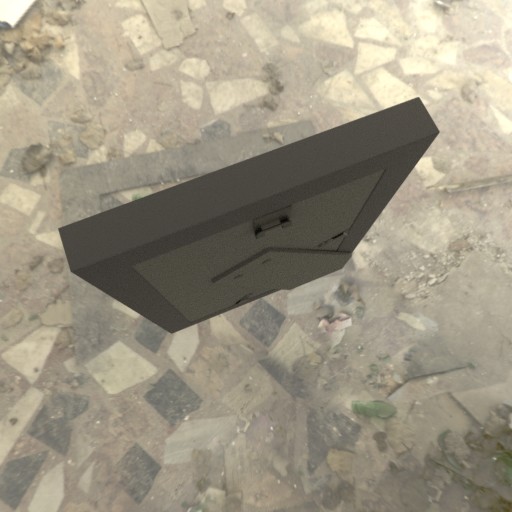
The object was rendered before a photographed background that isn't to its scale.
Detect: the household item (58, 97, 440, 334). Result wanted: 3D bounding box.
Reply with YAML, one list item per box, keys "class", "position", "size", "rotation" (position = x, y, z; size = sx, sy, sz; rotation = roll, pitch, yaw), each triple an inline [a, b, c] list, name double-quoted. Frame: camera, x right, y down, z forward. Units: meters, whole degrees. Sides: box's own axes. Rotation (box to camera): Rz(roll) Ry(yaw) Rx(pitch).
- class: "household item"
  position: [0.000, 0.000, 0.234]
  size: [0.133, 0.178, 0.022]
  rotation: [-21, 75, -6]
